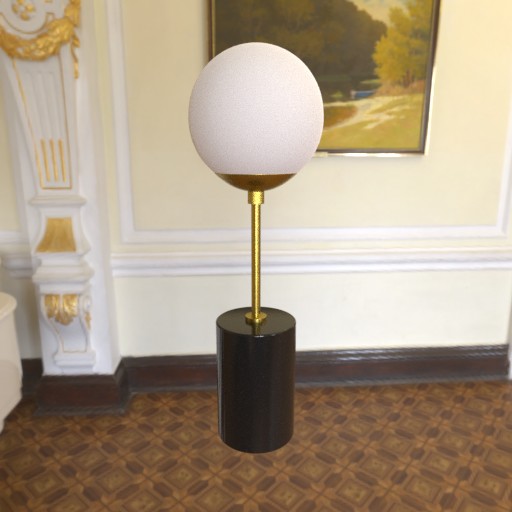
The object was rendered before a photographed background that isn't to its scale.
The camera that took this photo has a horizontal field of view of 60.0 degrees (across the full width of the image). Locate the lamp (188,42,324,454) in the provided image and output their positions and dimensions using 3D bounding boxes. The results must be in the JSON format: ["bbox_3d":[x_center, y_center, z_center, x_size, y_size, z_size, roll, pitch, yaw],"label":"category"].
[{"bbox_3d":[0.000,0.000,0.544,0.153,0.480,0.153,0,13,0],"label":"lamp"}]
